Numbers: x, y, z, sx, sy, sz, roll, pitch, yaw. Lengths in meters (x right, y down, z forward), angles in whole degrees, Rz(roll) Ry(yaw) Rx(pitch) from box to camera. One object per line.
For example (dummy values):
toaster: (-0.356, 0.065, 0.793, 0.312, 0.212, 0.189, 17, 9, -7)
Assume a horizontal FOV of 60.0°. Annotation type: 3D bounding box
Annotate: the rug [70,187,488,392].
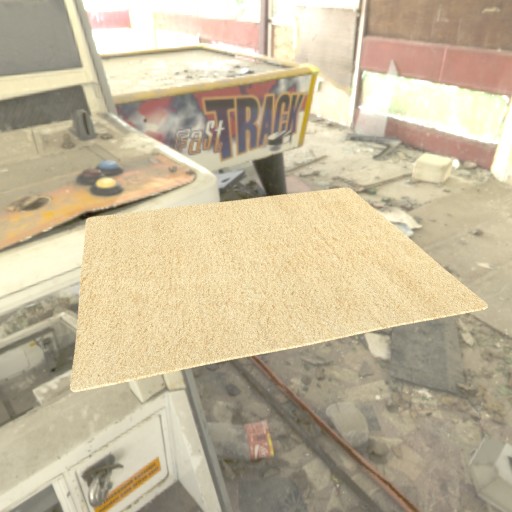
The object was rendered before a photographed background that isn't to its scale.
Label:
rug: (0.000, 0.000, 3.987, 3.001, 0.025, 2.401, -8, 33, -13)
